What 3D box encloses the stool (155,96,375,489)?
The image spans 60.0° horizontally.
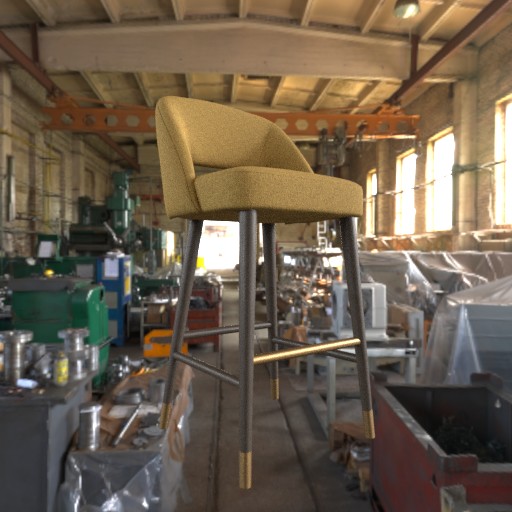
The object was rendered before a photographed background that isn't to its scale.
[{"bbox_3d":[0.000,0.000,1.319,0.536,1.032,0.522,0,1,-37],"label":"stool"}]
